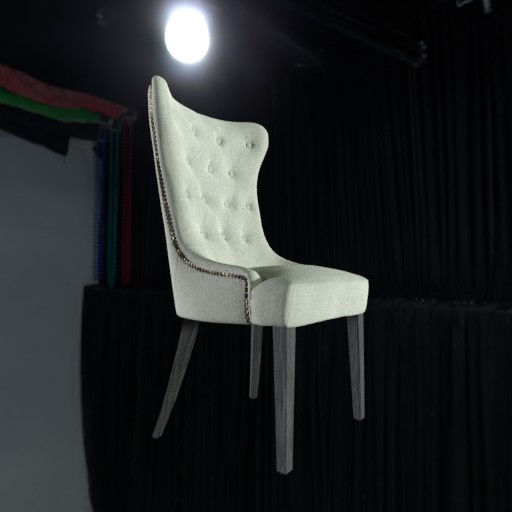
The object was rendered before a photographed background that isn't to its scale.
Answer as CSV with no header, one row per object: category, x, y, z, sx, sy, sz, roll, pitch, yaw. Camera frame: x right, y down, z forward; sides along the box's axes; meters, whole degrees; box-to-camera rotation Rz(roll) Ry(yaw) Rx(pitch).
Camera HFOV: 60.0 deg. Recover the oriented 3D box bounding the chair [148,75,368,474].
chair,0.000,0.000,1.410,0.590,1.065,0.584,-1,-3,35
